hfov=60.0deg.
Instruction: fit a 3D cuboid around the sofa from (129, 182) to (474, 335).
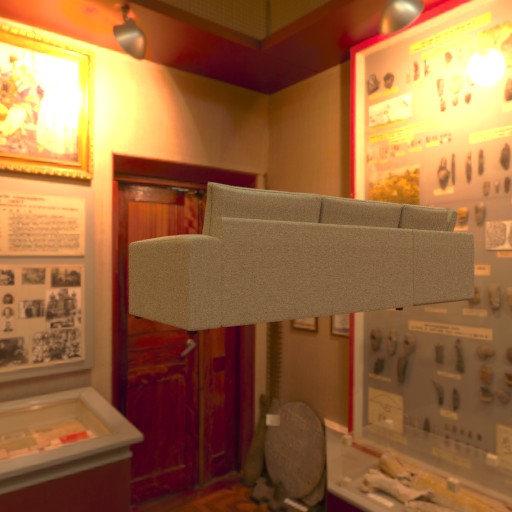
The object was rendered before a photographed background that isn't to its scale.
[{"bbox_3d":[0.000,0.000,4.023,2.742,0.800,2.622,0,0,-36],"label":"sofa"}]
